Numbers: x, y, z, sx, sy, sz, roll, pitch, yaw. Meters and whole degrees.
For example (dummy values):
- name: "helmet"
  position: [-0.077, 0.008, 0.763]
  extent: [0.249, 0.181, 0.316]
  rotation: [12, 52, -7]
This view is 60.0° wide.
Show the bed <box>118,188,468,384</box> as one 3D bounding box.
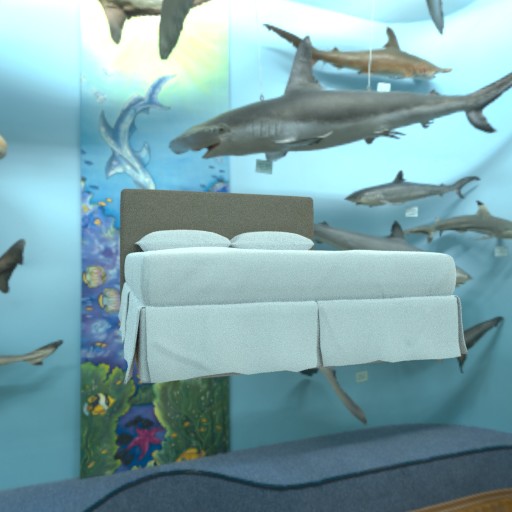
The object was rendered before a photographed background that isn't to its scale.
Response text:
- name: "bed"
  position: [0.000, 0.000, 3.564]
  extent: [2.119, 1.317, 2.341]
  rotation: [0, 0, -19]
